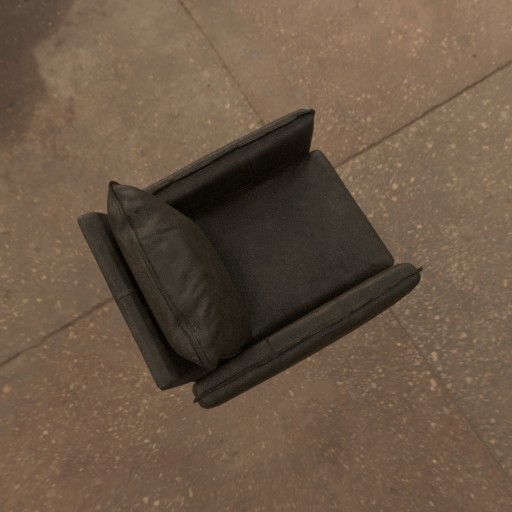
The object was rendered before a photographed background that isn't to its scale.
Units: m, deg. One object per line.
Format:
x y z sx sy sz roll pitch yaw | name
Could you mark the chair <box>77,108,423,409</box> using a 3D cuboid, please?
0.000 0.000 1.653 0.921 0.921 0.830 -29 77 -7 | chair
